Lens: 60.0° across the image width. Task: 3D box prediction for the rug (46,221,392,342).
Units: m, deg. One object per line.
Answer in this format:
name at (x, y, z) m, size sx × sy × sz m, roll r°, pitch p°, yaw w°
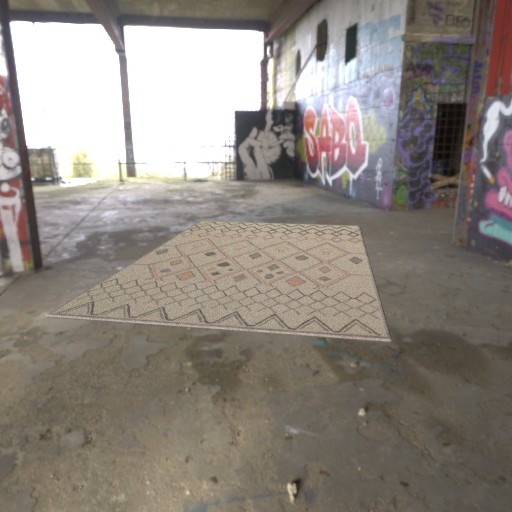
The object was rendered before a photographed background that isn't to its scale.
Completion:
rug at (0.000, 0.000, 3.054) m, size 1.524 × 0.015 × 2.438 m, roll 3°, pitch 15°, yaw 9°
